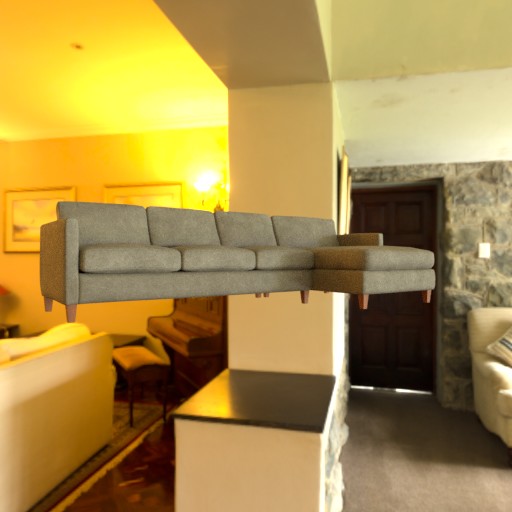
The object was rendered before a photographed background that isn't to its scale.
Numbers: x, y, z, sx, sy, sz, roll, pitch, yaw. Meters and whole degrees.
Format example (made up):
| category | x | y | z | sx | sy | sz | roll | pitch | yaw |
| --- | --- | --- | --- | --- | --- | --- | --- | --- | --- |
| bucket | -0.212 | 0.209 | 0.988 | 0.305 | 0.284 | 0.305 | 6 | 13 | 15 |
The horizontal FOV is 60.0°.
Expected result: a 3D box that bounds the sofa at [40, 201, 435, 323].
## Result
| category | x | y | z | sx | sy | sz | roll | pitch | yaw |
| --- | --- | --- | --- | --- | --- | --- | --- | --- | --- |
| sofa | 0.000 | 0.000 | 4.173 | 3.471 | 0.950 | 1.604 | 0 | 0 | -36 |
